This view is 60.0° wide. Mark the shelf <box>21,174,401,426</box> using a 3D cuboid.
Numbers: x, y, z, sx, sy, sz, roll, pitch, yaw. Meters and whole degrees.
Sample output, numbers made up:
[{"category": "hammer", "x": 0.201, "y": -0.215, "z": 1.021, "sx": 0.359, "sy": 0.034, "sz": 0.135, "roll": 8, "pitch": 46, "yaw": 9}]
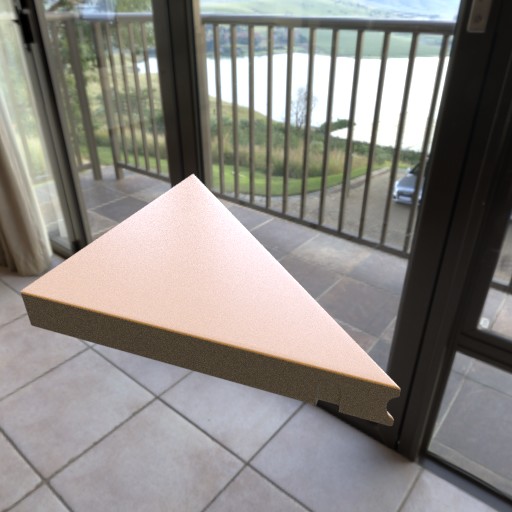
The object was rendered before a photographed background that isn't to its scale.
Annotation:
[{"category": "shelf", "x": 0.000, "y": 0.000, "z": 0.439, "sx": 0.296, "sy": 0.035, "sz": 0.296, "roll": 11, "pitch": 32, "yaw": 18}]
